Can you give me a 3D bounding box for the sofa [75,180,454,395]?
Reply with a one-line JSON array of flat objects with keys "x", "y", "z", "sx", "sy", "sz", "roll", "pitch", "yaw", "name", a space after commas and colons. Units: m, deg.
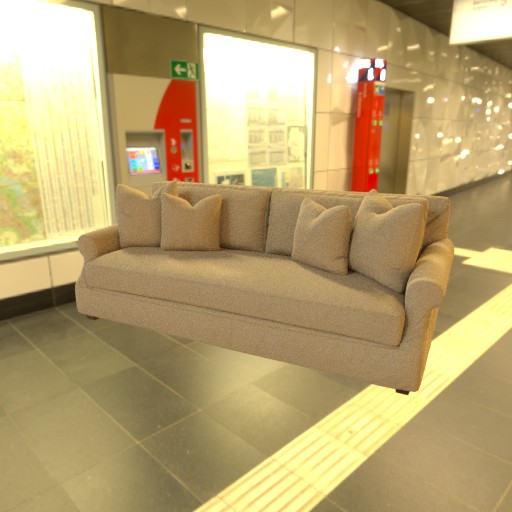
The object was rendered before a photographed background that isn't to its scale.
[{"x": 0.000, "y": 0.000, "z": 2.838, "sx": 2.285, "sy": 0.904, "sz": 1.067, "roll": 7, "pitch": 17, "yaw": 25, "name": "sofa"}]
